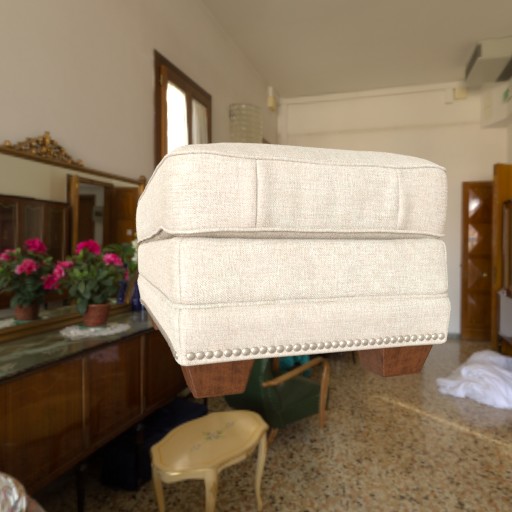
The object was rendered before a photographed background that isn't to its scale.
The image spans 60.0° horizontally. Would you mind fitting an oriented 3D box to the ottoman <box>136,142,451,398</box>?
[{"bbox_3d":[0.000,0.000,1.139,0.559,0.458,0.813,0,1,-19],"label":"ottoman"}]
